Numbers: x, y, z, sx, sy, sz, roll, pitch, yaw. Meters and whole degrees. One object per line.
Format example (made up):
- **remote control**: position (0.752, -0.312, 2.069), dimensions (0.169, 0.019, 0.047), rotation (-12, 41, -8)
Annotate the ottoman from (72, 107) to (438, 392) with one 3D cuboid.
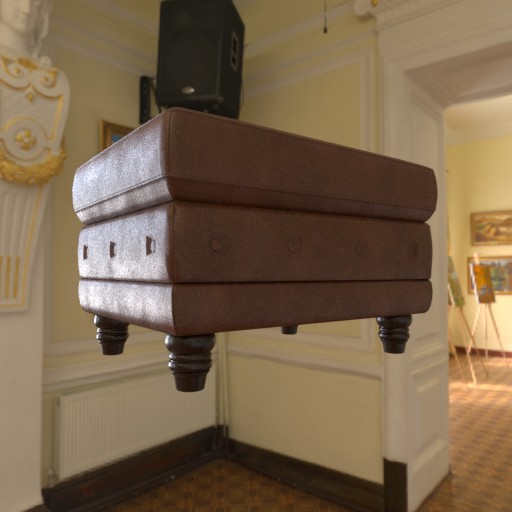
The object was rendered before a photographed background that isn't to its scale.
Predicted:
- **ottoman**: position (0.000, 0.000, 1.173), dimensions (0.795, 0.509, 0.588), rotation (1, -2, -37)
